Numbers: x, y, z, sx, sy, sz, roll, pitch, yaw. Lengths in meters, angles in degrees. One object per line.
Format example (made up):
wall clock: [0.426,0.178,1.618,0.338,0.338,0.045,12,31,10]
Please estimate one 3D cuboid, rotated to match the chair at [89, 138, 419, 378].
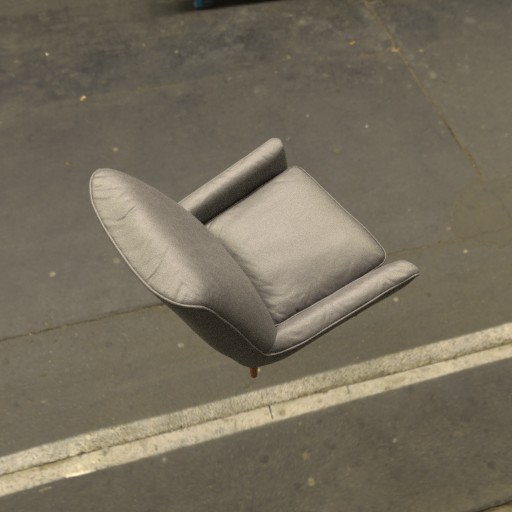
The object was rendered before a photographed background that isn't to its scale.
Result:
chair: [0.000,0.000,1.534,0.822,0.888,0.787,-32,63,-18]
